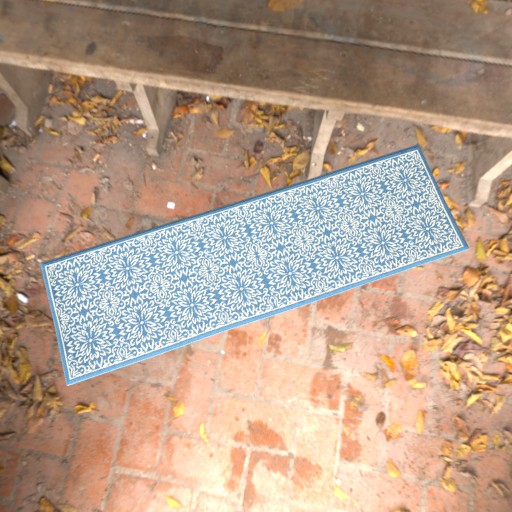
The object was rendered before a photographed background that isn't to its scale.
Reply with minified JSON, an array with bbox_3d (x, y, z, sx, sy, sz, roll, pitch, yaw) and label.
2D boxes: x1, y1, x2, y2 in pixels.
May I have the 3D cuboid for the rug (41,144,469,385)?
[{"bbox_3d":[0.000,0.000,2.365,2.196,0.011,0.662,-18,75,-5],"label":"rug"}]
